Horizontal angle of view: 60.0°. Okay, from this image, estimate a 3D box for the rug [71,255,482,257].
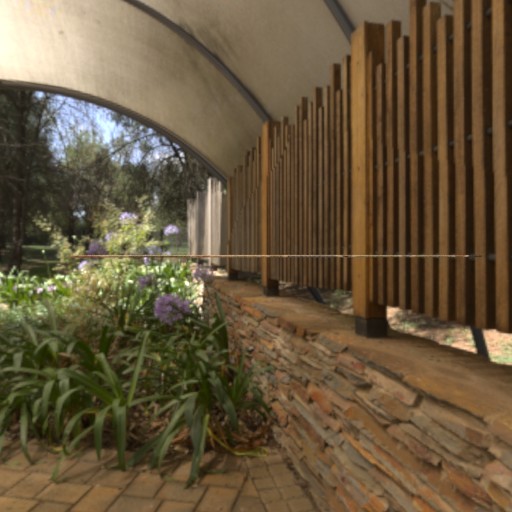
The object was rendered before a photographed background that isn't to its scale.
[{"bbox_3d":[0.000,0.000,4.353,3.200,0.013,2.439,0,0,-18],"label":"rug"}]
